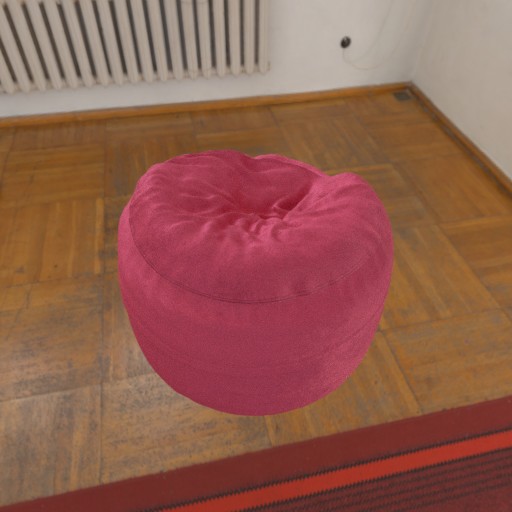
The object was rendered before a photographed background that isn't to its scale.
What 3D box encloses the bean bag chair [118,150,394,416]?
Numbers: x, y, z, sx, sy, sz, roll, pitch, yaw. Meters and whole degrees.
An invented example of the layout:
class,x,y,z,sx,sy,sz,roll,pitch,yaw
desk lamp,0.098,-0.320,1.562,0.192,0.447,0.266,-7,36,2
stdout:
class,x,y,z,sx,sy,sz,roll,pitch,yaw
bean bag chair,0.000,0.000,2.028,1.218,0.788,1.218,0,46,0
